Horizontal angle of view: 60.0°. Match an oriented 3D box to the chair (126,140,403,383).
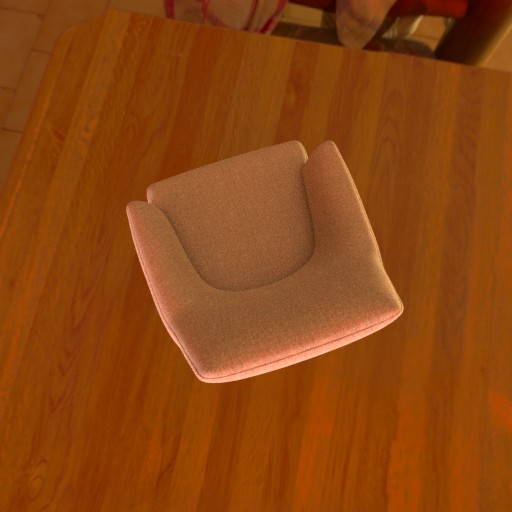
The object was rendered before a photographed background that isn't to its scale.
[{"bbox_3d":[0.000,0.000,1.376,0.642,0.874,0.677,-18,76,-5],"label":"chair"}]
